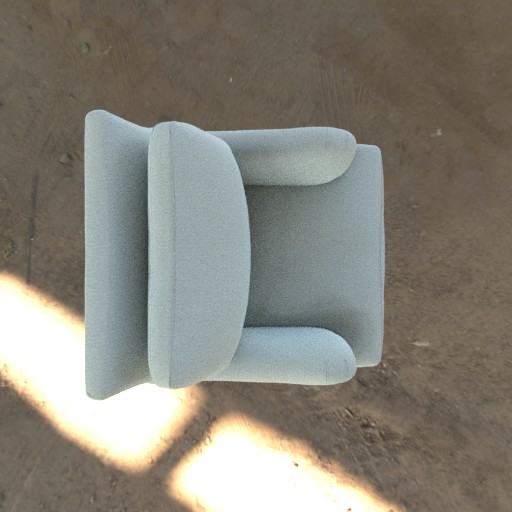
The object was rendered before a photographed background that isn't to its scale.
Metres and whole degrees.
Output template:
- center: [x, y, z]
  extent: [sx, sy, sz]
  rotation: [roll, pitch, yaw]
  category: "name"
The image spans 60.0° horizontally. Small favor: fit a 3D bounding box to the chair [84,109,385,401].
- center: [0.000, 0.000, 1.806]
  extent: [1.070, 1.038, 0.955]
  rotation: [0, 90, -2]
  category: "chair"
